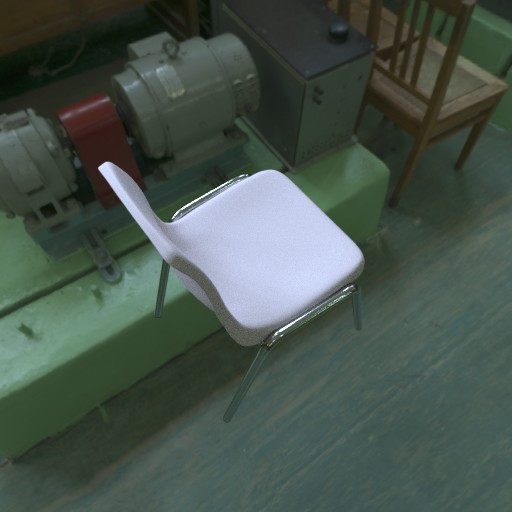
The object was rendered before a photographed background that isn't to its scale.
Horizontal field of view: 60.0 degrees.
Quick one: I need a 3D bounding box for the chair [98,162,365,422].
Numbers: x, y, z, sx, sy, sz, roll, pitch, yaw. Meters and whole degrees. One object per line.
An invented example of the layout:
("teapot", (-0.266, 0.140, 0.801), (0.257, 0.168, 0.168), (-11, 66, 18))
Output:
("chair", (0.000, 0.000, 0.929), (0.436, 0.653, 0.381), (-32, 63, -18))
